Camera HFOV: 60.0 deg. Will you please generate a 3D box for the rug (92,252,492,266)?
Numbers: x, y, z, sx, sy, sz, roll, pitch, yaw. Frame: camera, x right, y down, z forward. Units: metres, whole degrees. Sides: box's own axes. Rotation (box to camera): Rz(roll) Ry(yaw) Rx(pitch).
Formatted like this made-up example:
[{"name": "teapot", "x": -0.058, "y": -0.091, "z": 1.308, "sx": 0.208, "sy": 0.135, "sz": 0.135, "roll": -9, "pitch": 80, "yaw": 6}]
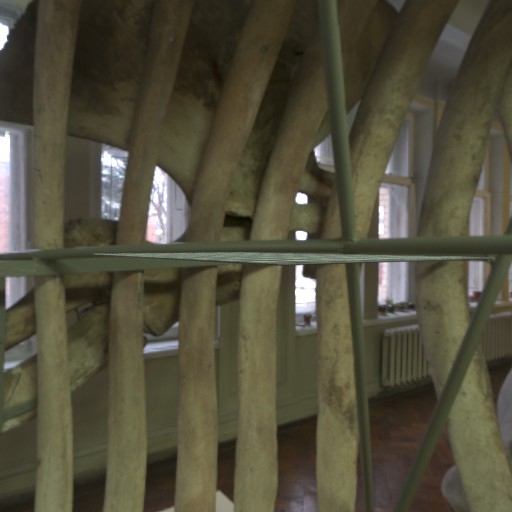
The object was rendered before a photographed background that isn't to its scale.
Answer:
[{"name": "rug", "x": 0.000, "y": 0.000, "z": 3.086, "sx": 1.554, "sy": 0.011, "sz": 2.476, "roll": -1, "pitch": 2, "yaw": -35}]
